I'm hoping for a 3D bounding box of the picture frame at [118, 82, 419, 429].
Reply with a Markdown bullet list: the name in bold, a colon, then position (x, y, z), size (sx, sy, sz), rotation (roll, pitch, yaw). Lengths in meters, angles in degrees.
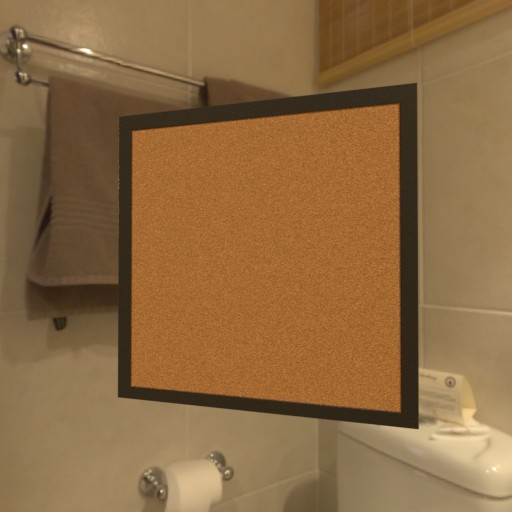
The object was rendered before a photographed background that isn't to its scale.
- **picture frame**: position (0.000, 0.000, 0.518), size (0.355, 0.353, 0.029), rotation (0, -1, 17)
